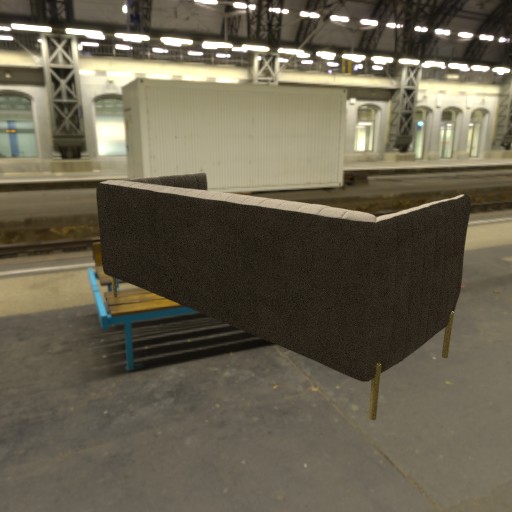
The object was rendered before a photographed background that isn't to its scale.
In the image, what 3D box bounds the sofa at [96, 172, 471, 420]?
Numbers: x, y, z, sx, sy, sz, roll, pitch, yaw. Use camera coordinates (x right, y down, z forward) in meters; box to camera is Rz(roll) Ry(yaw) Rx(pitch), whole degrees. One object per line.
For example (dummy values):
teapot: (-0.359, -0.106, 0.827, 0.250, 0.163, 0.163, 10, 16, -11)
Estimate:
sofa: (0.000, 0.000, 2.464, 1.980, 0.780, 0.876, 14, 21, 42)
